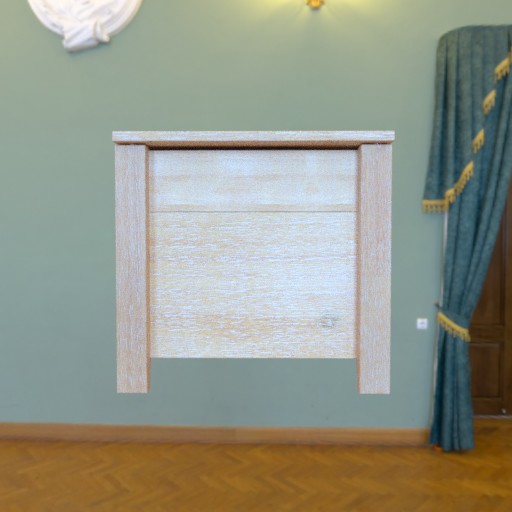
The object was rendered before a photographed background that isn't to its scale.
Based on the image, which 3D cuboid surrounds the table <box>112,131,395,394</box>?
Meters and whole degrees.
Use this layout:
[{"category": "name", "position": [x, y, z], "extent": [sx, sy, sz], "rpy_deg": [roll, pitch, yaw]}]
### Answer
[{"category": "table", "position": [0.000, 0.000, 1.270], "extent": [0.483, 0.457, 1.016], "rpy_deg": [0, 2, 1]}]
